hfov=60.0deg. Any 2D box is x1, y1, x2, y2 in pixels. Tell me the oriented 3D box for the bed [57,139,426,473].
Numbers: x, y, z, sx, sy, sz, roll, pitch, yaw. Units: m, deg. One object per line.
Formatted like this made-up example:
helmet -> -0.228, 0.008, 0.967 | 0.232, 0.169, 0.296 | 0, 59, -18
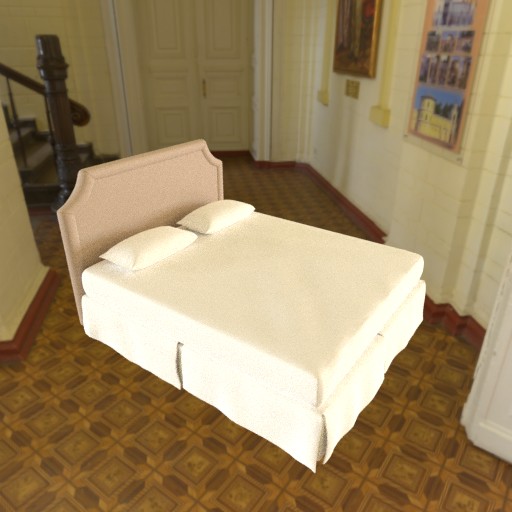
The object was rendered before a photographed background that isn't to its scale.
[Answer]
bed -> 0.000, 0.000, 4.198 | 2.773, 1.590, 2.350 | 18, 32, 31
